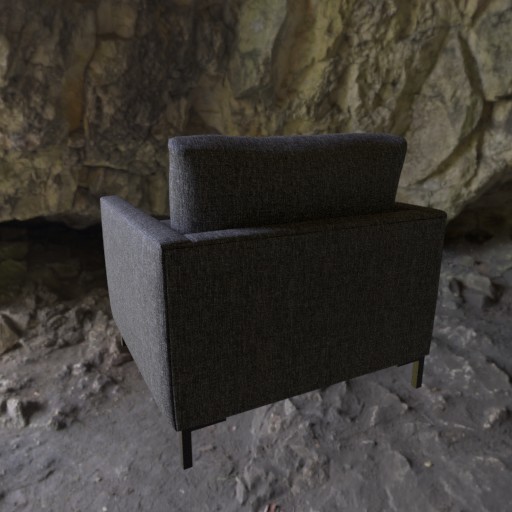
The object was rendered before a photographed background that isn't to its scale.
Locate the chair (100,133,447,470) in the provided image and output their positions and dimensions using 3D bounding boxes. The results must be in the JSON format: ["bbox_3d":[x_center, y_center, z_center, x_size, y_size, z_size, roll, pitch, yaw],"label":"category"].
[{"bbox_3d":[0.000,0.000,1.610,0.963,0.861,0.866,-8,17,-26],"label":"chair"}]
